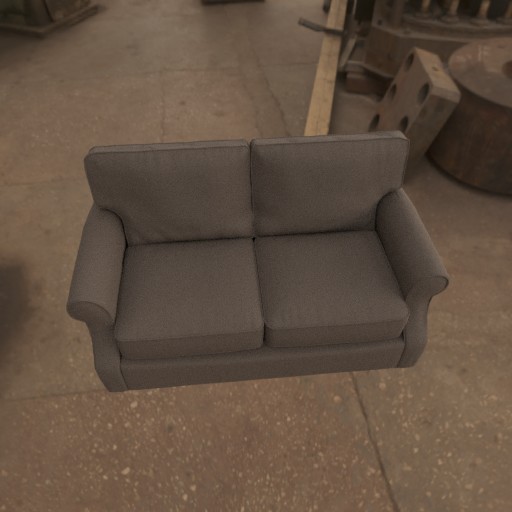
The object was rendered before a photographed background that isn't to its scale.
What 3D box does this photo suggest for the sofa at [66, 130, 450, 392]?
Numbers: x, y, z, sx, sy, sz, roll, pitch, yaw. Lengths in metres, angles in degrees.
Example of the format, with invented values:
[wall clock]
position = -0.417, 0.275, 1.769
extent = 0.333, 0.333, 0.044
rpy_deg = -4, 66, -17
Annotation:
[sofa]
position = 0.000, 0.000, 2.199
extent = 1.665, 0.937, 0.964
rpy_deg = -4, 46, -4
